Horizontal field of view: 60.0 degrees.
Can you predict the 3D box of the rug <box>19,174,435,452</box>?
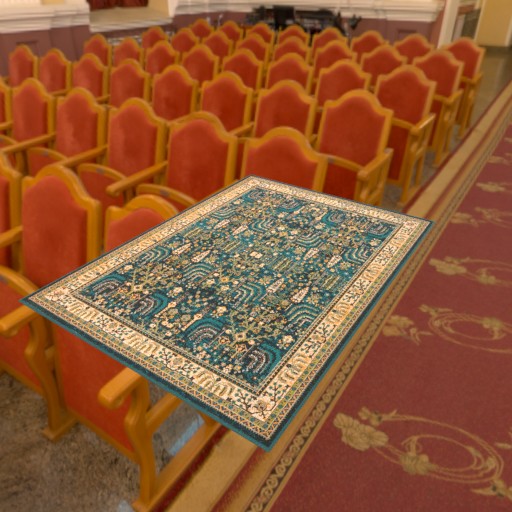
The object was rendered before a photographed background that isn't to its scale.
[{"bbox_3d":[0.000,0.000,3.847,2.226,0.015,3.044,20,37,28],"label":"rug"}]
